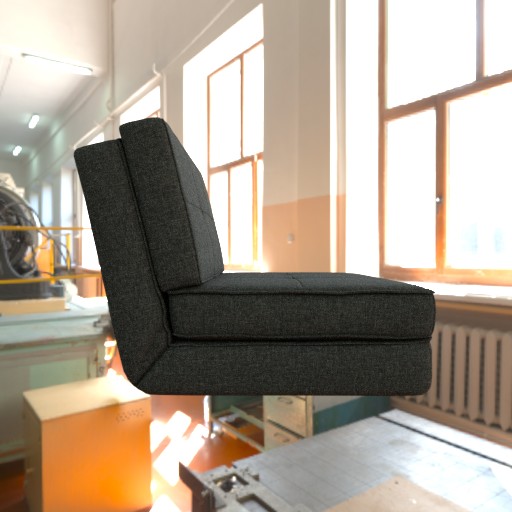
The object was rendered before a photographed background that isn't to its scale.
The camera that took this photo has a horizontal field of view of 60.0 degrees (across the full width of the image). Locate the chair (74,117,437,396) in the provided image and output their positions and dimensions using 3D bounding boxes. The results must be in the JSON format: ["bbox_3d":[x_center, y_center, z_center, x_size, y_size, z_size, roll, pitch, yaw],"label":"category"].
[{"bbox_3d":[0.000,0.000,1.314,0.800,0.615,0.740,0,0,0],"label":"chair"}]
